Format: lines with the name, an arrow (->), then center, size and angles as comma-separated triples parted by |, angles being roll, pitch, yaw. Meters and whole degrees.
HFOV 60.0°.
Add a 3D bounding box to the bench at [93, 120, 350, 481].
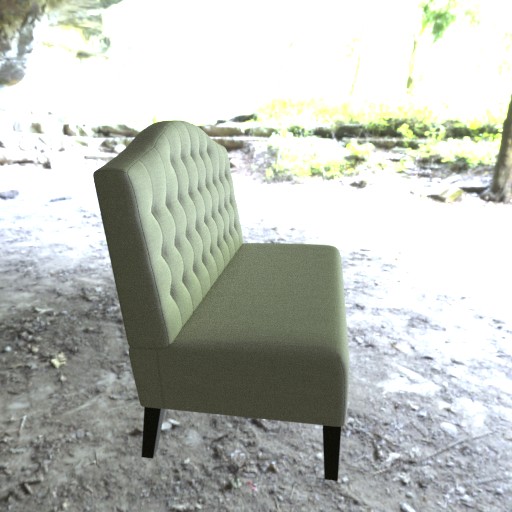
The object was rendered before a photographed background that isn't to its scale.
bench -> 0.000, 0.000, 2.010 | 0.815, 1.180, 1.335 | 3, 17, 9
